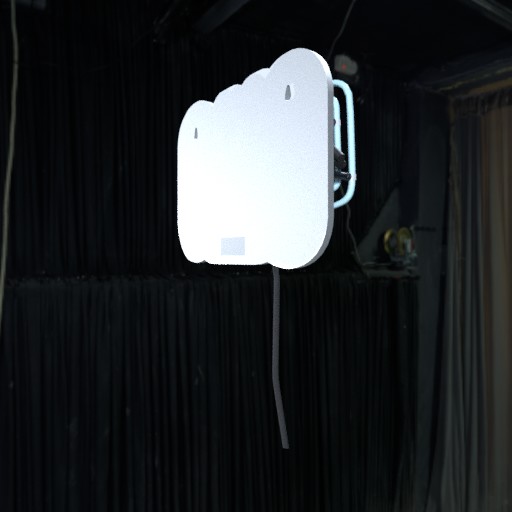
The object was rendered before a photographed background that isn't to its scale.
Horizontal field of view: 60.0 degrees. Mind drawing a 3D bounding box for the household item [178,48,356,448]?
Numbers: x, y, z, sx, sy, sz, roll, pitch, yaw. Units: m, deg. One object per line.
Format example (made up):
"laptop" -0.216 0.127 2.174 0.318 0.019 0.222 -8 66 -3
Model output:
"household item" 0.000 0.000 0.384 0.042 0.294 0.211 0 0 -37
